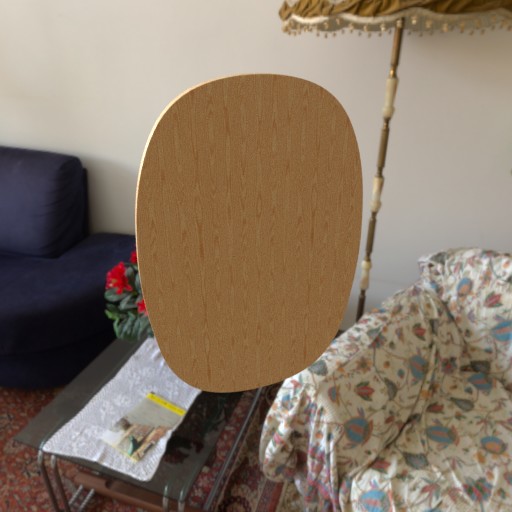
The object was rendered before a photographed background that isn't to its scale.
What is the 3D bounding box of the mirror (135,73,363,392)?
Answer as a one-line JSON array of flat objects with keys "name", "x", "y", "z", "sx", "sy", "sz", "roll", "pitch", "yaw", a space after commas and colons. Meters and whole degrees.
[{"name": "mirror", "x": 0.000, "y": 0.000, "z": 1.407, "sx": 0.724, "sy": 1.075, "sz": 0.037, "roll": -8, "pitch": 28, "yaw": -16}]
